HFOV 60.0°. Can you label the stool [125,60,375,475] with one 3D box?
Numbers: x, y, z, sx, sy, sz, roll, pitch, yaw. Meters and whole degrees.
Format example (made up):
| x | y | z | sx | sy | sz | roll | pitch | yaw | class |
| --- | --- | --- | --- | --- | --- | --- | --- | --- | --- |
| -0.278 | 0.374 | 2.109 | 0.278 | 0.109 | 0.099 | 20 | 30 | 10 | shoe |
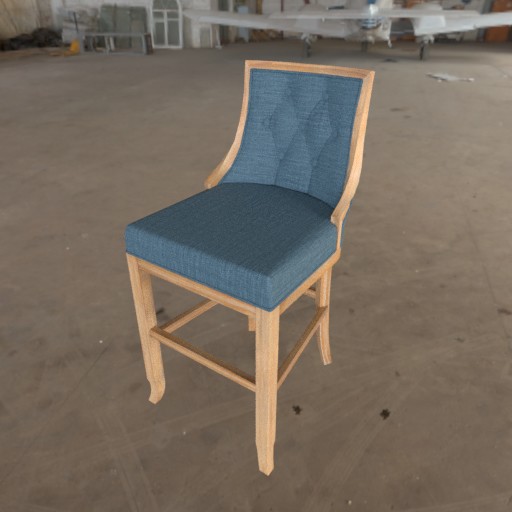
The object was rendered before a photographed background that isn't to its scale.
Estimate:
| x | y | z | sx | sy | sz | roll | pitch | yaw | class |
| --- | --- | --- | --- | --- | --- | --- | --- | --- | --- |
| 0.000 | 0.000 | 1.442 | 0.524 | 1.101 | 0.626 | 19 | 35 | 29 | stool |
